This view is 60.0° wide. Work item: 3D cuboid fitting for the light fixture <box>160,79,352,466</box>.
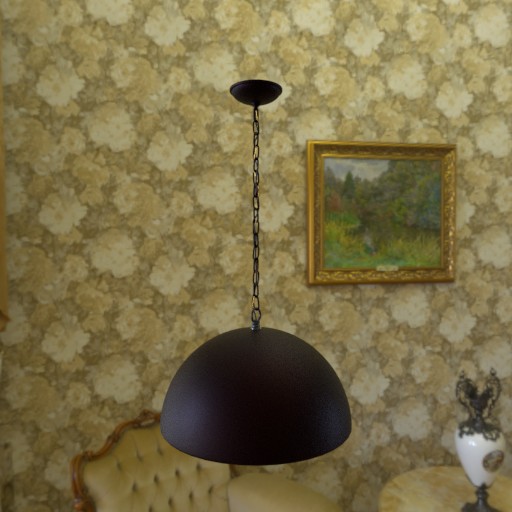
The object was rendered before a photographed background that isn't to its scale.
[{"bbox_3d":[0.000,0.000,1.161,0.492,0.869,0.492,0,0,35],"label":"light fixture"}]
